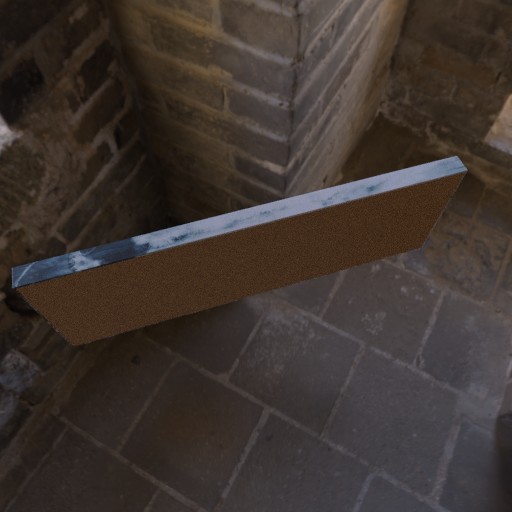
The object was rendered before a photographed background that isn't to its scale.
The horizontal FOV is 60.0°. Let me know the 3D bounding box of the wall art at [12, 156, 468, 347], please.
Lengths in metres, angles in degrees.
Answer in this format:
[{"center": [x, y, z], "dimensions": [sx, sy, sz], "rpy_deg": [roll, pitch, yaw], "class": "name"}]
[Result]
[{"center": [0.000, 0.000, 0.825], "dimensions": [0.759, 0.251, 0.037], "rpy_deg": [-15, 60, -9], "class": "wall art"}]
